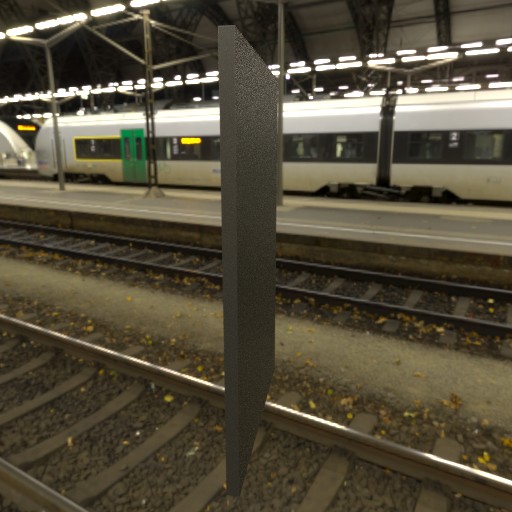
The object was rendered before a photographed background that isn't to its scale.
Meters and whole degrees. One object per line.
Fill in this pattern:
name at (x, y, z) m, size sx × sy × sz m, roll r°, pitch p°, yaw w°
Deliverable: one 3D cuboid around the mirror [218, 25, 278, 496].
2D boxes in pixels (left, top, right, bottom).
mirror at (0.000, 0.000, 1.480) m, size 0.038 × 1.219 × 0.762 m, roll 2°, pitch 14°, yaw 10°
